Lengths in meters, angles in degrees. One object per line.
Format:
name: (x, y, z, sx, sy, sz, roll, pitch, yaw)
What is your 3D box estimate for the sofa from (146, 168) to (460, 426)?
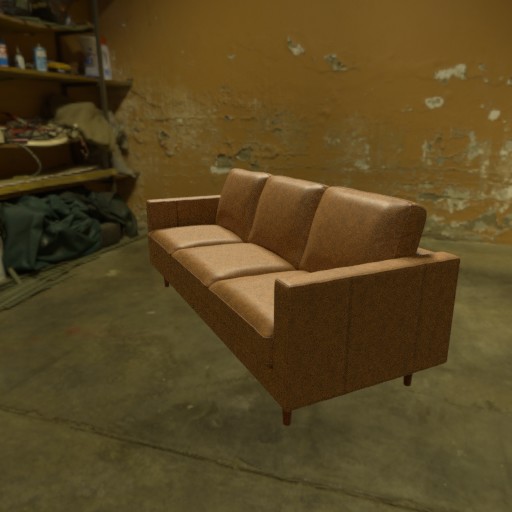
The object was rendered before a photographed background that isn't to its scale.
sofa: (0.000, 0.000, 2.765, 0.903, 0.930, 2.231, -8, 18, -25)
